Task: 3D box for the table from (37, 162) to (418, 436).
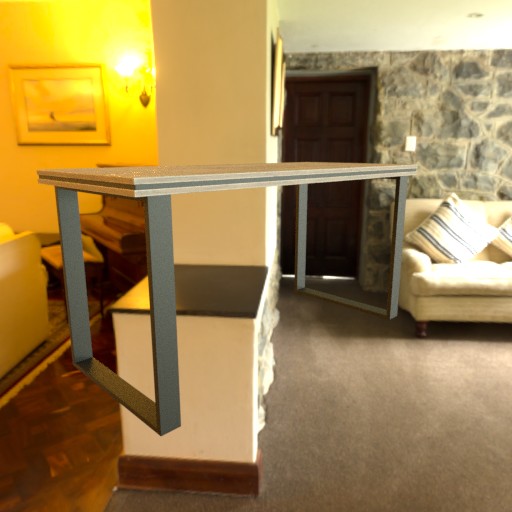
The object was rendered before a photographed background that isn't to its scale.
[{"bbox_3d":[0.000,0.000,2.276,1.778,0.899,0.795,-13,18,-43],"label":"table"}]
